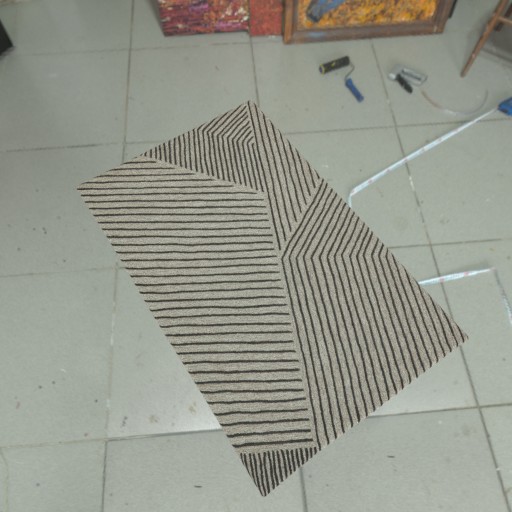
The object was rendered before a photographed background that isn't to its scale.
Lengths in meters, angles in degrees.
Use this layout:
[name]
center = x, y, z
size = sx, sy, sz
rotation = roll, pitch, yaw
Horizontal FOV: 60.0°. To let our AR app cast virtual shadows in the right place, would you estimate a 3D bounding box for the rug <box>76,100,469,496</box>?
[rug]
center = 0.000, 0.000, 2.971
size = 1.539, 0.023, 2.406
rotation = -31, 67, -15
